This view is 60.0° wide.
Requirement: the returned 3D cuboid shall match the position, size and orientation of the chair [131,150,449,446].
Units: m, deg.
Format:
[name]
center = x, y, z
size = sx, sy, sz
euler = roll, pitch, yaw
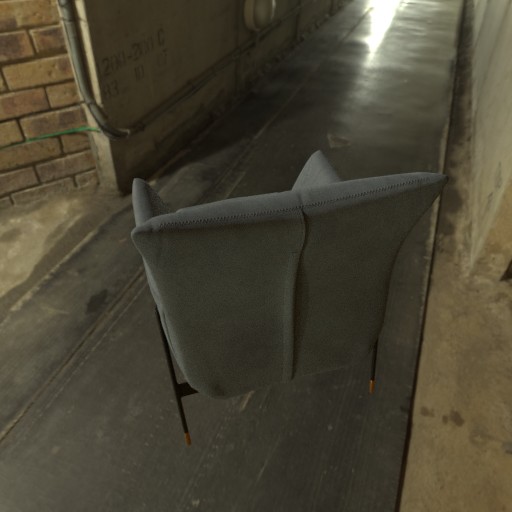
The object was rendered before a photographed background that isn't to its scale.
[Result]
[chair]
center = 0.000, 0.000, 1.391
size = 0.678, 0.858, 0.709
euler = -11, 43, -12
